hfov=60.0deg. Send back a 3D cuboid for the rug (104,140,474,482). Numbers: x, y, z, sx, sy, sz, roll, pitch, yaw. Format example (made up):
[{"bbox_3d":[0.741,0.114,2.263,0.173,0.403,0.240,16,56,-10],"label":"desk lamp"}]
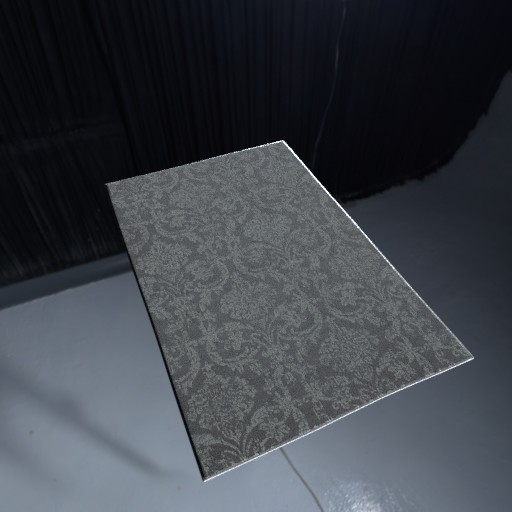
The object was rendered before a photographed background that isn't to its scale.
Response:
[{"bbox_3d":[0.000,0.000,3.424,1.819,0.018,2.746,-18,49,-16],"label":"rug"}]
